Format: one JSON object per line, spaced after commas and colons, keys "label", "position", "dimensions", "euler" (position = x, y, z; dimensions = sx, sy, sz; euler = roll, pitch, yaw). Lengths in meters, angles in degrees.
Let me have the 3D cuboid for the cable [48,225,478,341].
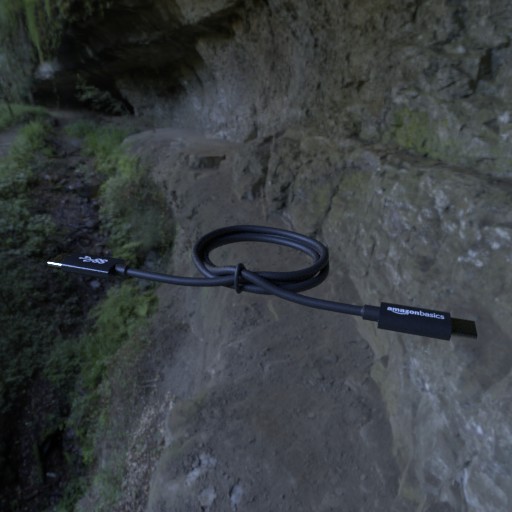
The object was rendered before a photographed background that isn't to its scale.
{"label": "cable", "position": [0.000, 0.000, 0.209], "dimensions": [0.186, 0.014, 0.070], "euler": [8, 27, 16]}
